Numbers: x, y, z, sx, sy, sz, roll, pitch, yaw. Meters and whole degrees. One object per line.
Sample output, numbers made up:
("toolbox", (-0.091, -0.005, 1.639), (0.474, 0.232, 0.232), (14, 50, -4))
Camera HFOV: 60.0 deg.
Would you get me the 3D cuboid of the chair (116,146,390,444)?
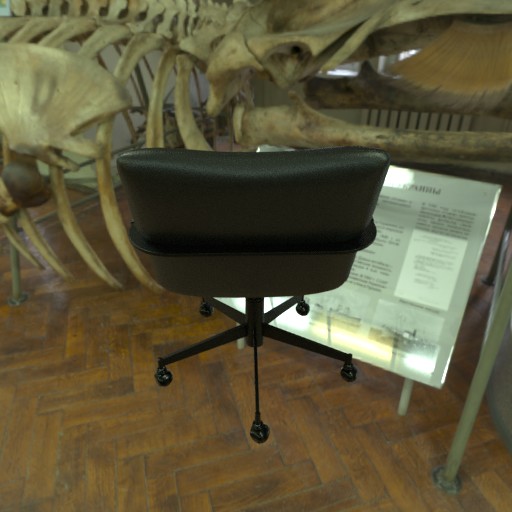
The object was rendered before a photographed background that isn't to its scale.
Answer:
("chair", (0.000, 0.000, 1.438), (0.719, 0.922, 0.748), (-1, 31, -1))
